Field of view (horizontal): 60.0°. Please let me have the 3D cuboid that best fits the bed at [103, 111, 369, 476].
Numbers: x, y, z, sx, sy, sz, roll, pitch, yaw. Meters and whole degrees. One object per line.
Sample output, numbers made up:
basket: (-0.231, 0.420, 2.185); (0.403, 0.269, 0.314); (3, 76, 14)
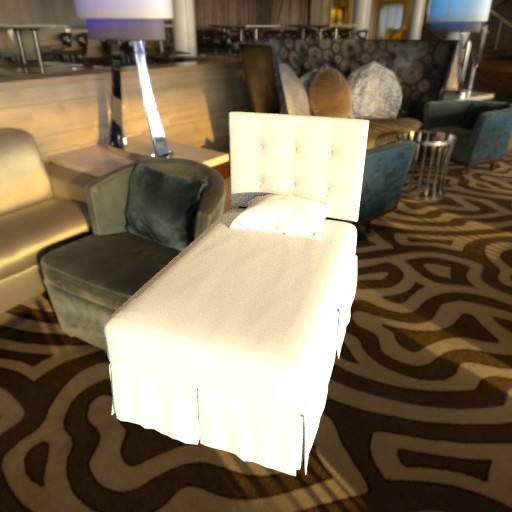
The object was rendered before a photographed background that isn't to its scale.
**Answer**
bed: (0.000, 0.000, 3.058); (1.261, 1.571, 1.997); (9, 29, 17)
